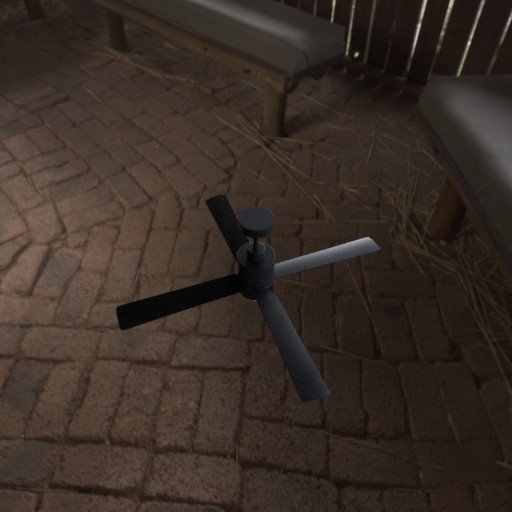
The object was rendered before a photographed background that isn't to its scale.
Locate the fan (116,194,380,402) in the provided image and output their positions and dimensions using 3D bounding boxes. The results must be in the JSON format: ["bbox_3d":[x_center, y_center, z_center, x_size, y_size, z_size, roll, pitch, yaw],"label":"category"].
[{"bbox_3d":[0.000,0.000,2.336,1.525,0.534,1.525,-15,49,-14],"label":"fan"}]
